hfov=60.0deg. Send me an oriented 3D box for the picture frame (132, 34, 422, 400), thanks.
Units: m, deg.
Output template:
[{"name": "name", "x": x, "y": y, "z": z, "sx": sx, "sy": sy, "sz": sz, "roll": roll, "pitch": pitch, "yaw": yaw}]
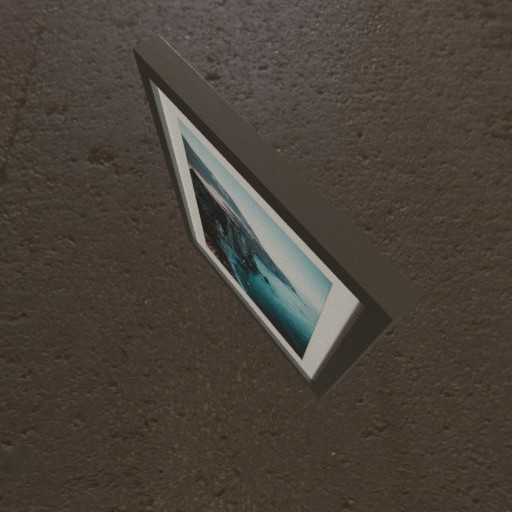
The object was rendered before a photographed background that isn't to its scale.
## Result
[{"name": "picture frame", "x": 0.000, "y": 0.000, "z": 1.334, "sx": 0.073, "sy": 0.968, "sz": 0.839, "roll": -35, "pitch": 69, "yaw": -16}]
